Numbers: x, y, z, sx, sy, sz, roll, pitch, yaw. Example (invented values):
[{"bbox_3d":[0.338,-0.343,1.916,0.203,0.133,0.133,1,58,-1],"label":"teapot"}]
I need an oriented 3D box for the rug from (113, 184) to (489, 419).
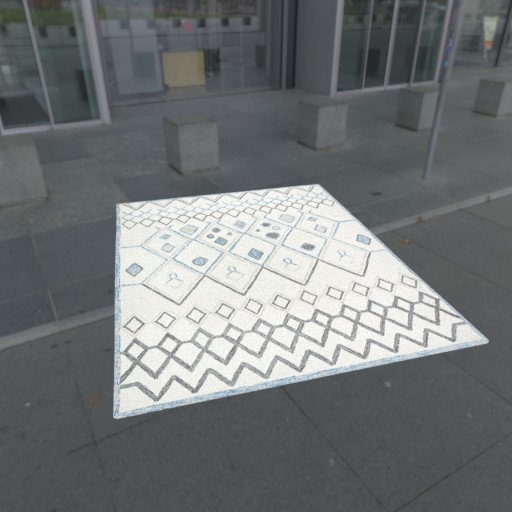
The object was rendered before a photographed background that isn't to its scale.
[{"bbox_3d":[0.000,0.000,3.983,2.441,0.013,3.056,-8,31,-13],"label":"rug"}]
